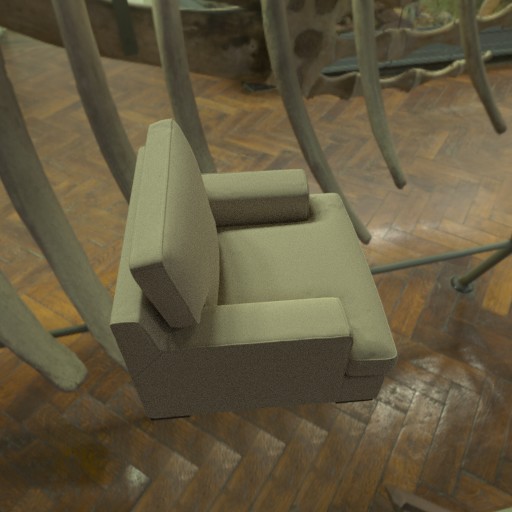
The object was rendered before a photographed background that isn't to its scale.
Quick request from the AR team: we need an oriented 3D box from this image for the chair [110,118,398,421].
[{"bbox_3d":[0.000,0.000,2.177,1.274,1.005,1.293,-9,46,-9],"label":"chair"}]
